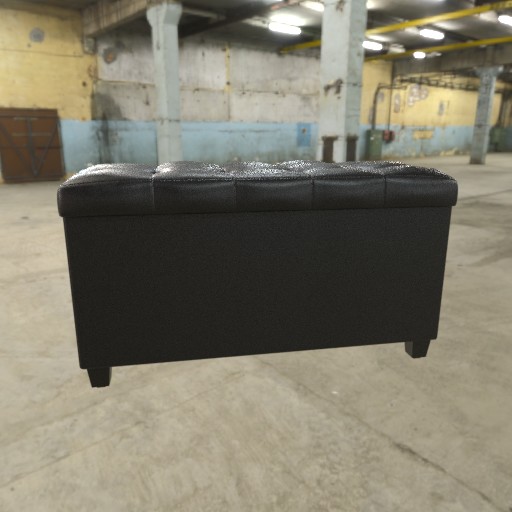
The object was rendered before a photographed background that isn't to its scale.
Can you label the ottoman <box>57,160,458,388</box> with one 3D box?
[{"bbox_3d":[0.000,0.000,1.138,0.838,0.470,0.432,-3,15,-10],"label":"ottoman"}]
